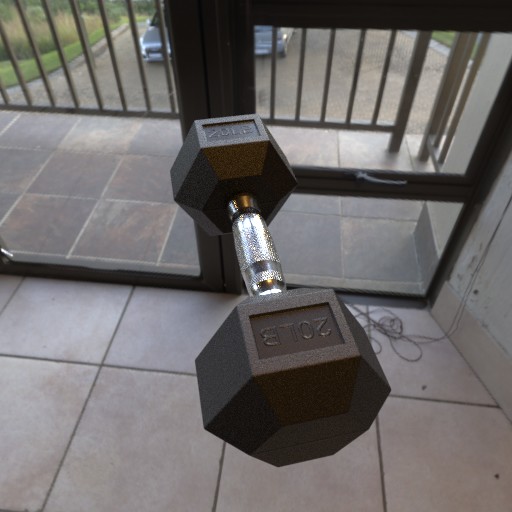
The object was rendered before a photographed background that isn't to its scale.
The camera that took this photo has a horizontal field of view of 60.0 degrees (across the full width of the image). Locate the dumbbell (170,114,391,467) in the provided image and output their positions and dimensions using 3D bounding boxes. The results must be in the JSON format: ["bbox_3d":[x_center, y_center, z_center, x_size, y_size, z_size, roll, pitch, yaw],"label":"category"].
[{"bbox_3d":[0.000,0.000,0.321,0.106,0.092,0.272,-9,47,-8],"label":"dumbbell"}]
